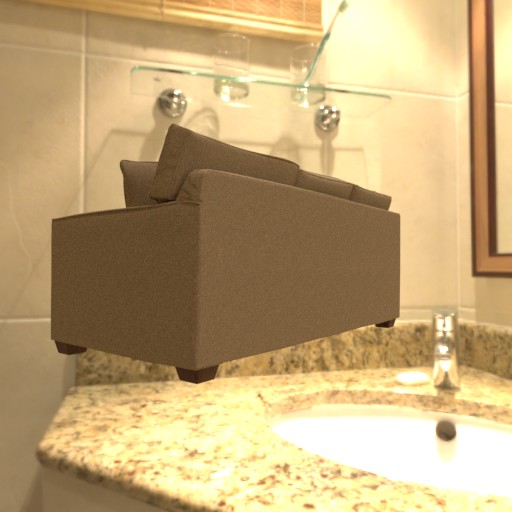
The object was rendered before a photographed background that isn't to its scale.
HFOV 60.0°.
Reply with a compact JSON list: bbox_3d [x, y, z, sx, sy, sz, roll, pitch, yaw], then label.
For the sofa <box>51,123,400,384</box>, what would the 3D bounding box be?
[{"bbox_3d":[0.000,0.000,2.585,1.034,0.946,1.963,-1,-2,38],"label":"sofa"}]
